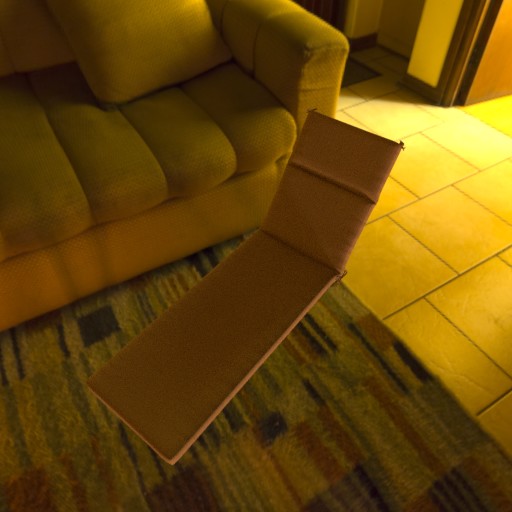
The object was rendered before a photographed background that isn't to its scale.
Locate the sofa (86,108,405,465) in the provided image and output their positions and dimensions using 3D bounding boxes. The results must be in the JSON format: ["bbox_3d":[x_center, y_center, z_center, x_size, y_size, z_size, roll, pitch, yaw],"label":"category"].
[{"bbox_3d":[0.000,0.000,1.997,0.582,0.622,1.663,30,54,25],"label":"sofa"}]
